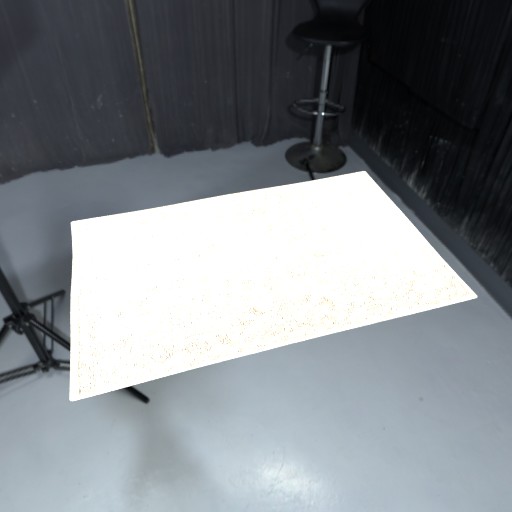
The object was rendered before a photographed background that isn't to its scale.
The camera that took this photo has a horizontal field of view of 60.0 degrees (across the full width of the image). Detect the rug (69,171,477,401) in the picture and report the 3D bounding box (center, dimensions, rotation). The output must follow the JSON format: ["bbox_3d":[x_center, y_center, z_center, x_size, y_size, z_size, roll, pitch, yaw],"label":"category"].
[{"bbox_3d":[0.000,0.000,3.037,2.435,0.012,1.529,-12,44,-12],"label":"rug"}]
